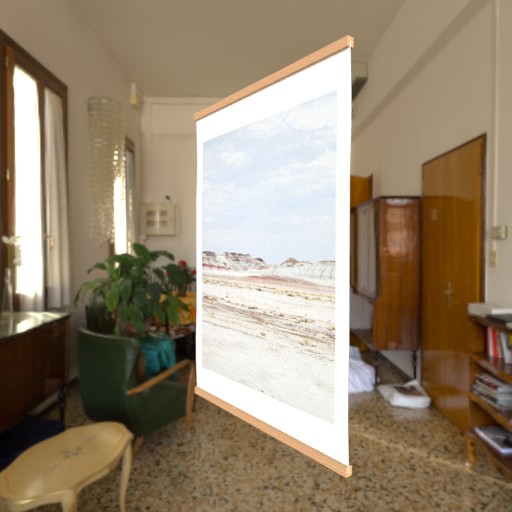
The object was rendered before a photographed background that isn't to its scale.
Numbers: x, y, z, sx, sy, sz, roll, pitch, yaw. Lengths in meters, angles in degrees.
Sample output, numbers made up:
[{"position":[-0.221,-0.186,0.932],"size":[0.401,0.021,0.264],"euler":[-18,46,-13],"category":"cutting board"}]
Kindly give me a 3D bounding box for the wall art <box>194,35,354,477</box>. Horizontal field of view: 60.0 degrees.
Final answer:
[{"position":[0.000,0.000,1.323],"size":[0.020,1.016,0.739],"euler":[-1,1,-36],"category":"wall art"}]
